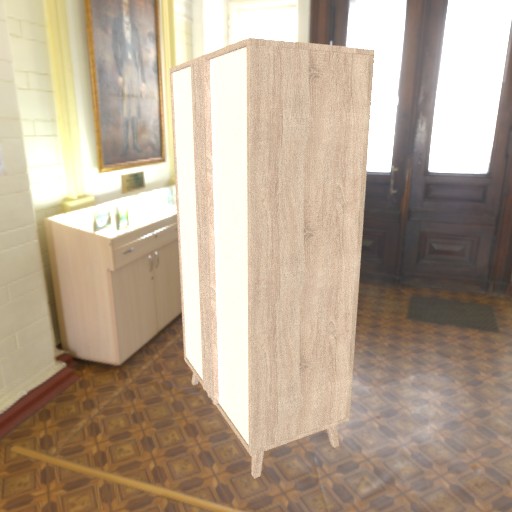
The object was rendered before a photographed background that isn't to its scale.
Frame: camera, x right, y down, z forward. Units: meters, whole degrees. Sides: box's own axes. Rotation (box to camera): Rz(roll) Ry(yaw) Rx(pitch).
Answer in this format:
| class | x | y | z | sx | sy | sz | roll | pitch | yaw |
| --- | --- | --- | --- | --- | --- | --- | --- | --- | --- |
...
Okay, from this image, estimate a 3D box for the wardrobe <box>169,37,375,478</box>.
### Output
| class | x | y | z | sx | sy | sz | roll | pitch | yaw |
| --- | --- | --- | --- | --- | --- | --- | --- | --- | --- |
| wardrobe | 0.000 | 0.000 | 2.403 | 0.600 | 1.960 | 1.000 | -8 | 18 | -26 |
